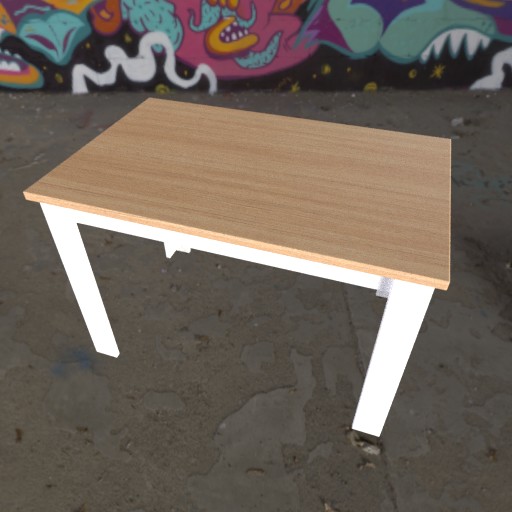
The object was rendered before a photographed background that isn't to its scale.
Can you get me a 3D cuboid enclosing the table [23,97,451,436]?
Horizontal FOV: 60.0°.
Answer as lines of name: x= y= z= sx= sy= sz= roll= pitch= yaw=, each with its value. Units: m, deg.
table: x=0.000 y=0.000 z=1.560 sx=1.100 sy=0.734 sz=0.700 roll=12 pitch=43 yaw=14
